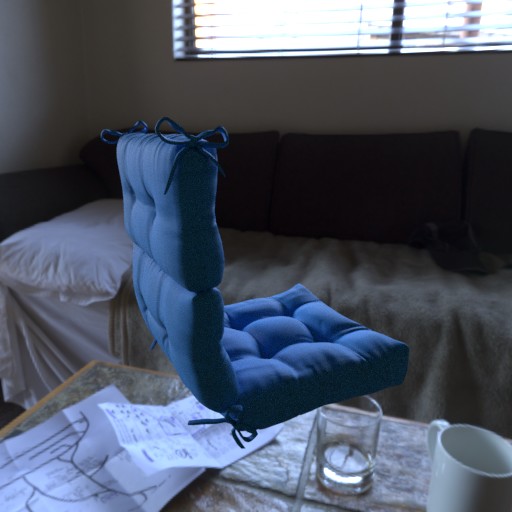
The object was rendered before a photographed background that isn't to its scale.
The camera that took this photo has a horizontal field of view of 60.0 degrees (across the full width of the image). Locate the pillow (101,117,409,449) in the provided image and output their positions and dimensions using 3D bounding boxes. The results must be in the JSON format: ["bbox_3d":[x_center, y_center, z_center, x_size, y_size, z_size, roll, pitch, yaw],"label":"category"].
[{"bbox_3d":[0.000,0.000,1.029,0.571,0.605,0.519,-8,18,-26],"label":"pillow"}]
